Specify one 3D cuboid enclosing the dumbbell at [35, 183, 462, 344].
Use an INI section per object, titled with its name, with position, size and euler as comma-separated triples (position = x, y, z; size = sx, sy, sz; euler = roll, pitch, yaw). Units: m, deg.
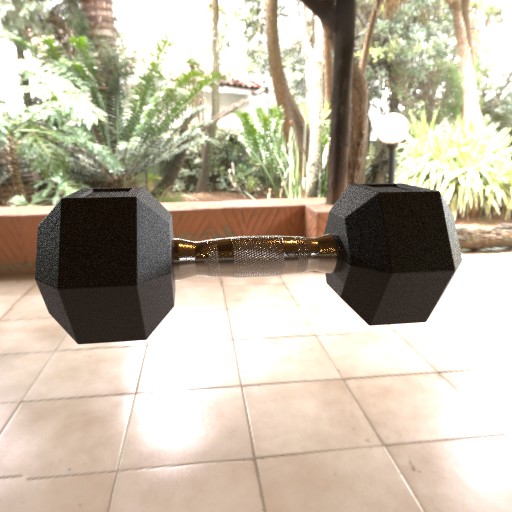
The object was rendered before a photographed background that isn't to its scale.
[dumbbell]
position = 0.000, 0.000, 0.339
size = 0.297, 0.101, 0.116
euler = -2, 15, -8
